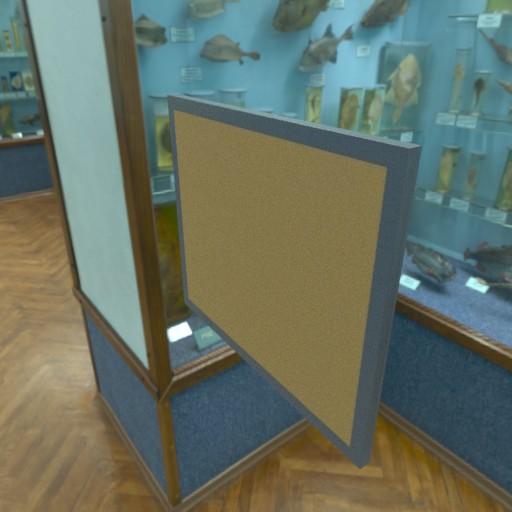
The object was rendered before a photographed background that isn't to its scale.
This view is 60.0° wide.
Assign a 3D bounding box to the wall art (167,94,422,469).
[{"bbox_3d":[0.000,0.000,0.896,0.026,0.558,0.660,-18,31,-31],"label":"wall art"}]
